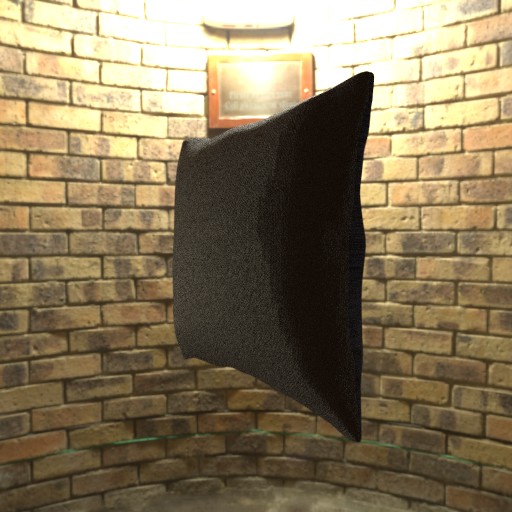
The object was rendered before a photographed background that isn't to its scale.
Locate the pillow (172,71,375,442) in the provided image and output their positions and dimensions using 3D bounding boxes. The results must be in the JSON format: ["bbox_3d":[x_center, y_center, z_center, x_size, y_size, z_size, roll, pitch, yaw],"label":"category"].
[{"bbox_3d":[0.000,0.000,0.697,0.204,0.439,0.452,-2,3,-37],"label":"pillow"}]
